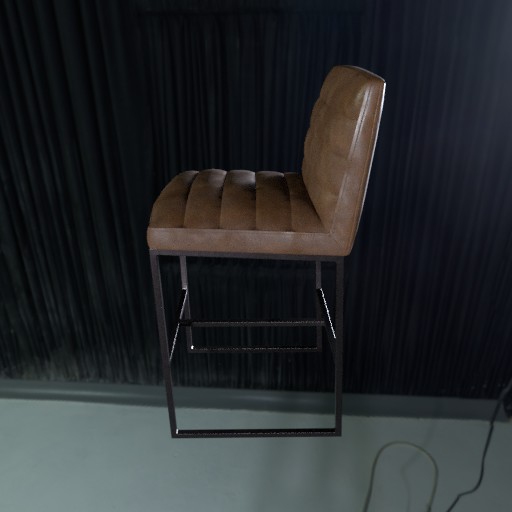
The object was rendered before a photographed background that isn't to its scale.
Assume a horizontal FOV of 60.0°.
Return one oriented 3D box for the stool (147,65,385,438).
[{"bbox_3d":[0.000,0.000,1.357,0.562,1.065,0.463,0,27,-1],"label":"stool"}]
